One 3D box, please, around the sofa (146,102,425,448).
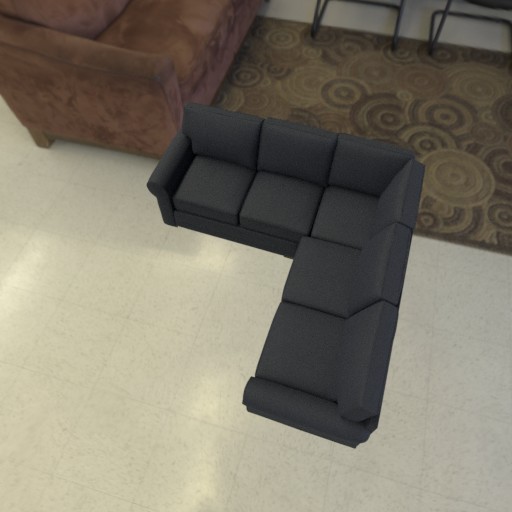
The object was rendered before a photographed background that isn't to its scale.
[{"bbox_3d":[0.000,0.000,3.955,2.487,1.042,2.562,16,59,10],"label":"sofa"}]
